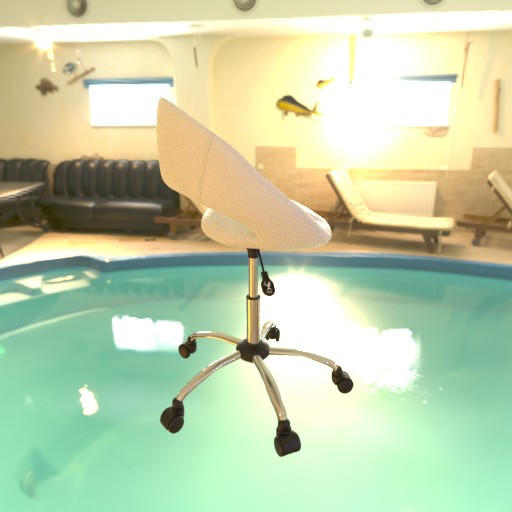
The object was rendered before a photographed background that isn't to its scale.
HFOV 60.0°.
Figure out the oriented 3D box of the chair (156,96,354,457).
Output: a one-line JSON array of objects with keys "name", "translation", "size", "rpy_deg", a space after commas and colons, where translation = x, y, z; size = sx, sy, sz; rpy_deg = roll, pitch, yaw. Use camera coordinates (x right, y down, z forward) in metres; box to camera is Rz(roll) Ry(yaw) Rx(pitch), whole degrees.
[{"name": "chair", "translation": [0.000, 0.000, 1.173], "size": [0.538, 0.791, 0.612], "rpy_deg": [-3, 17, -10]}]
